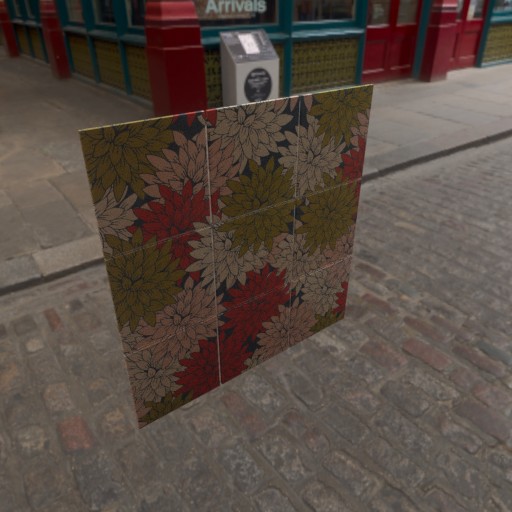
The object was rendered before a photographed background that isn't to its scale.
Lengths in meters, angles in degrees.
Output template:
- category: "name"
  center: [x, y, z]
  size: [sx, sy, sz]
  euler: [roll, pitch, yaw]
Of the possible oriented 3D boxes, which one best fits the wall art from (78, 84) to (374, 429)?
- category: "wall art"
  center: [0.000, 0.000, 1.826]
  size: [1.206, 1.218, 0.013]
  euler: [-21, 36, -31]
